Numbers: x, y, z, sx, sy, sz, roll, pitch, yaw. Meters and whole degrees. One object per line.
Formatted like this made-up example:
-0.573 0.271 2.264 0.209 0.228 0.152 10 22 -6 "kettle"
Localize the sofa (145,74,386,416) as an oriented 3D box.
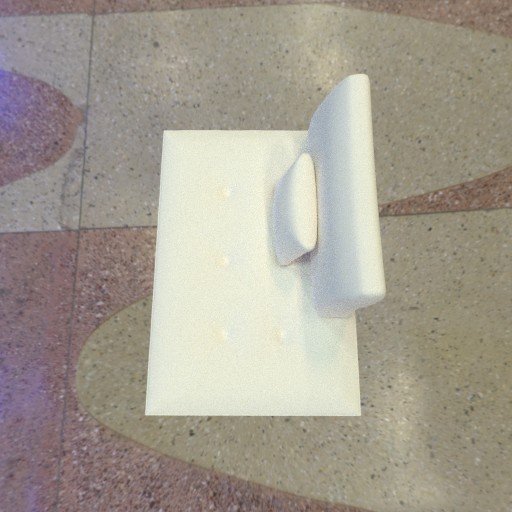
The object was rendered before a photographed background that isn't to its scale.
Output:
0.000 0.000 2.100 1.000 0.820 1.450 0 75 0 "sofa"
